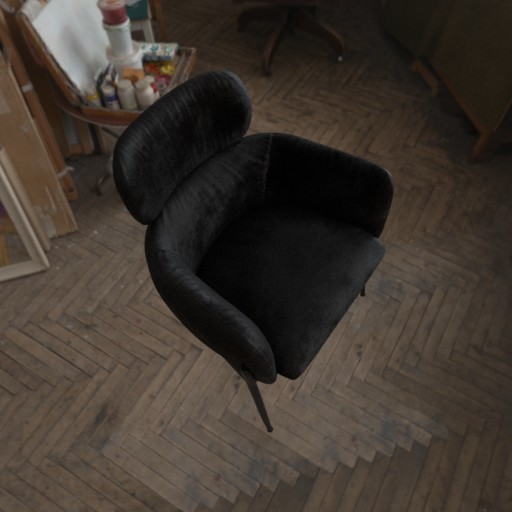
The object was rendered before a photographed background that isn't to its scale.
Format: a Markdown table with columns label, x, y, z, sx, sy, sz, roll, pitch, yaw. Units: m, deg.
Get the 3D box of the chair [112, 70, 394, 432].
| label | x | y | z | sx | sy | sz | roll | pitch | yaw |
| --- | --- | --- | --- | --- | --- | --- | --- | --- | --- |
| chair | 0.000 | 0.000 | 1.290 | 0.604 | 0.818 | 0.640 | 32 | 64 | 18 |
